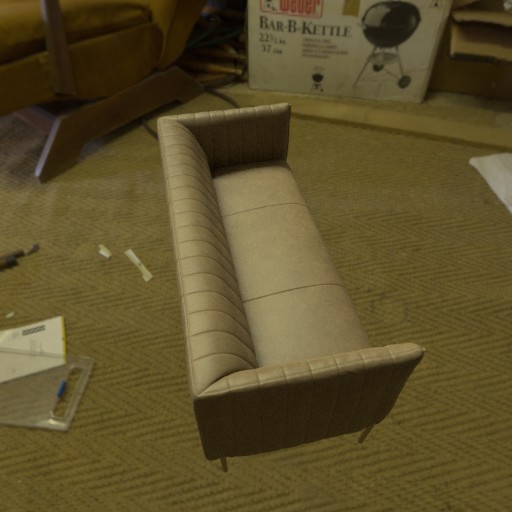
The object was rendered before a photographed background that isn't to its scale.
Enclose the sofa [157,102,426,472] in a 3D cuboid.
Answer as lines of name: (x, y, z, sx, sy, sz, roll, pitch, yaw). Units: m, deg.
sofa: (0.000, 0.000, 2.462, 0.876, 0.779, 1.980, -9, 48, -8)
